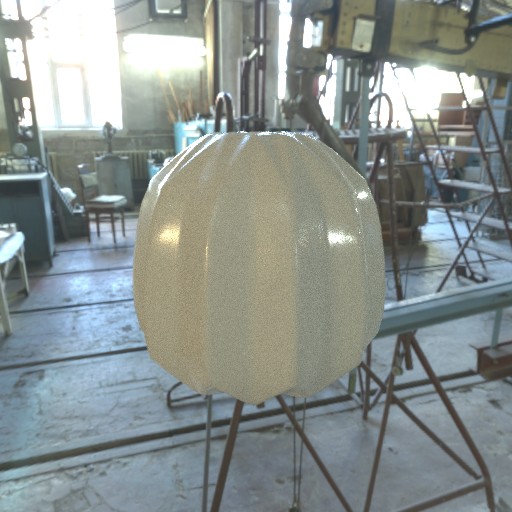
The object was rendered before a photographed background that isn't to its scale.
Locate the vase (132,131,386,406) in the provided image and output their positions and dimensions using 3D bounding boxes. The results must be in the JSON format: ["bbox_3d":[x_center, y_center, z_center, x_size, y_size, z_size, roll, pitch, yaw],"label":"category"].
[{"bbox_3d":[0.000,0.000,0.249,0.139,0.134,0.139,0,16,0],"label":"vase"}]
